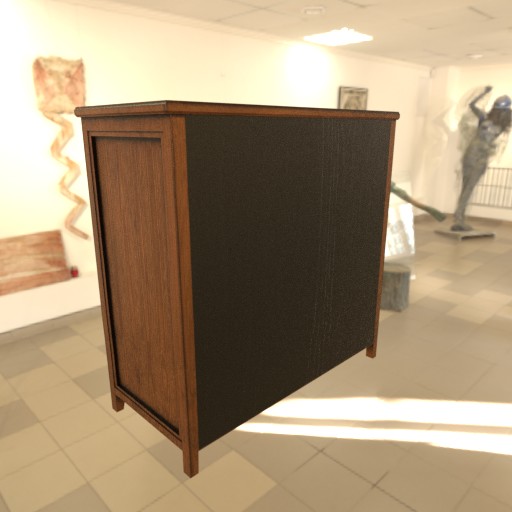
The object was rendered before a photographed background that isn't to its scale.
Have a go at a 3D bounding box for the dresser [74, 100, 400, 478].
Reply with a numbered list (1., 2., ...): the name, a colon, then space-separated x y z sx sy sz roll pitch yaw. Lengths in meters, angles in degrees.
1. dresser: 0.000 0.000 1.952 1.250 1.224 0.591 -15 22 -42
